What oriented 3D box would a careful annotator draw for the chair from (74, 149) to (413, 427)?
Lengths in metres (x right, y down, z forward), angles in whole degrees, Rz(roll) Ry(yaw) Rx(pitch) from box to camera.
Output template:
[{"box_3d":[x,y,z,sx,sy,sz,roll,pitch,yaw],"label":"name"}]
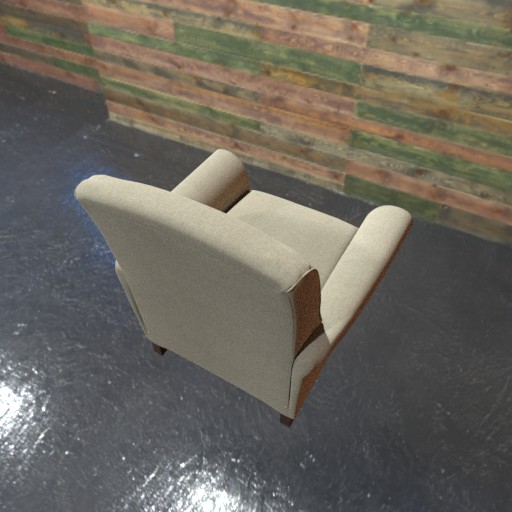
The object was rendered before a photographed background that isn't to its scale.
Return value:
[{"box_3d":[0.000,0.000,1.767,0.978,1.061,0.905,23,50,21],"label":"chair"}]
